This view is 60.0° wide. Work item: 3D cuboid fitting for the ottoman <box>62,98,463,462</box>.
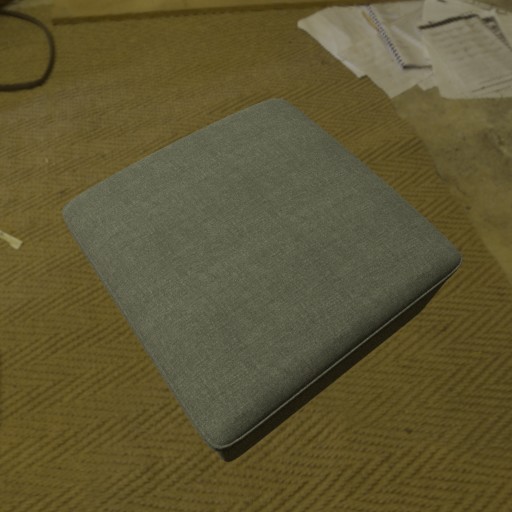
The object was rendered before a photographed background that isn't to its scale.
[{"bbox_3d":[0.000,0.000,1.725,1.067,0.559,1.067,-32,64,-18],"label":"ottoman"}]
